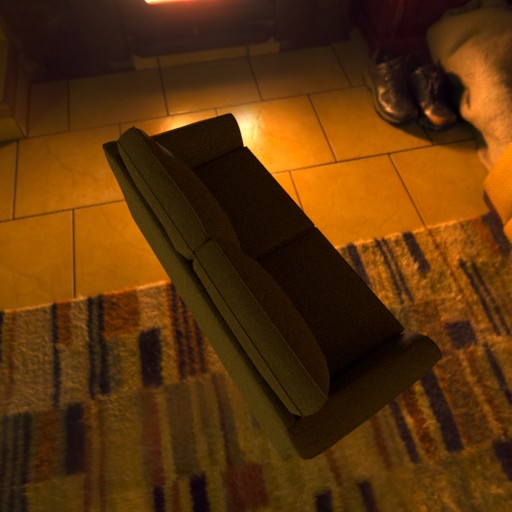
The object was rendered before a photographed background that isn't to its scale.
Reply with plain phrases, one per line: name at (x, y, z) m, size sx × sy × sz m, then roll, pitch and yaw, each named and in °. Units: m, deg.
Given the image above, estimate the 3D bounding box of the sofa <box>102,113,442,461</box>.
sofa at (0.000, 0.000, 2.761) m, size 0.971 × 0.950 × 2.270 m, roll -29°, pitch 63°, yaw -16°
